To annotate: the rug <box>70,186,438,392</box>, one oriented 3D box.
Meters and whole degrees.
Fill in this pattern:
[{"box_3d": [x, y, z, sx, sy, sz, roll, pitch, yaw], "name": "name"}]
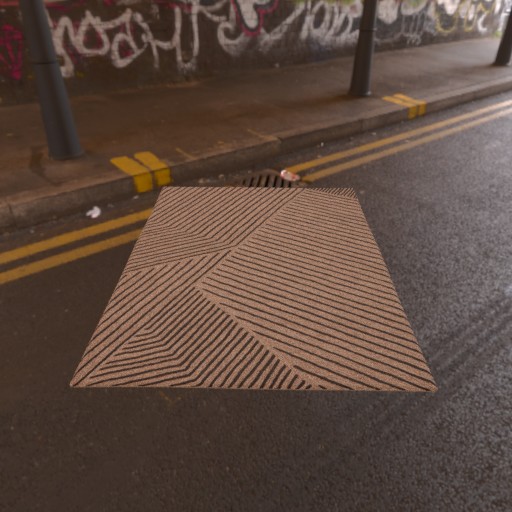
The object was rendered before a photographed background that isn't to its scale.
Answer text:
[{"box_3d": [0.000, 0.000, 3.221, 1.829, 0.028, 2.449, 0, 32, 1], "name": "rug"}]
